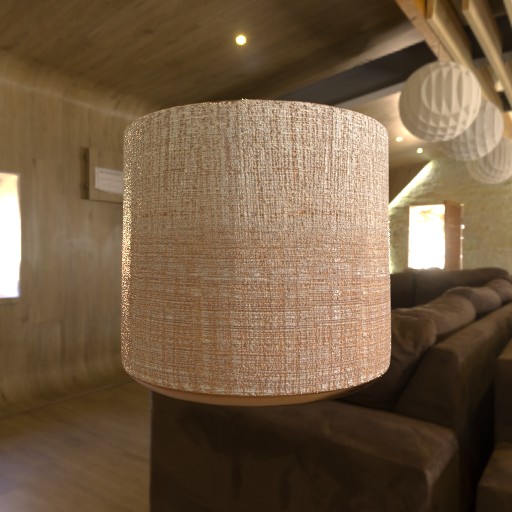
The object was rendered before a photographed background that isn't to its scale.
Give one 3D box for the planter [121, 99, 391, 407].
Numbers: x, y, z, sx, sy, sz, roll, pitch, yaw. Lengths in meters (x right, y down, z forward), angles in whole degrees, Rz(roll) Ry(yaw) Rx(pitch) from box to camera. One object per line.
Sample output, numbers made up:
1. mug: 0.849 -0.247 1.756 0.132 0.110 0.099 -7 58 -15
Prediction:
1. planter: 0.000 0.000 0.305 0.177 0.157 0.177 0 0 0
